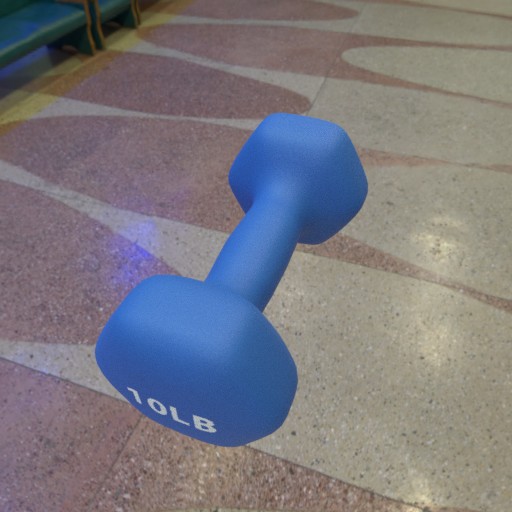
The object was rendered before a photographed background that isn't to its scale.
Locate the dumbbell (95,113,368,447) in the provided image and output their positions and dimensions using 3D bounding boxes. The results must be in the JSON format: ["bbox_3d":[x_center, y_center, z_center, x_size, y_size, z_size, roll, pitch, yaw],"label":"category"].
[{"bbox_3d":[0.000,0.000,0.270,0.103,0.093,0.212,16,48,15],"label":"dumbbell"}]
